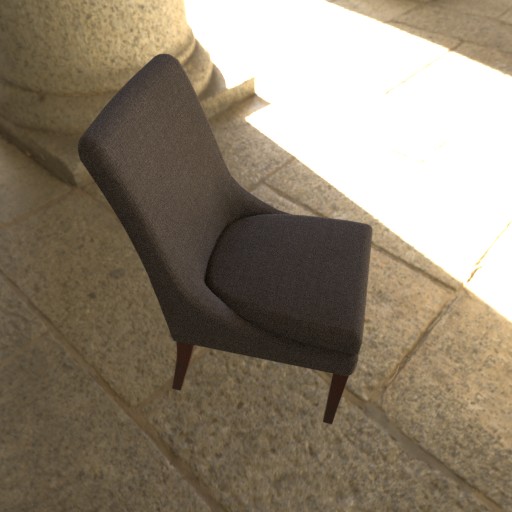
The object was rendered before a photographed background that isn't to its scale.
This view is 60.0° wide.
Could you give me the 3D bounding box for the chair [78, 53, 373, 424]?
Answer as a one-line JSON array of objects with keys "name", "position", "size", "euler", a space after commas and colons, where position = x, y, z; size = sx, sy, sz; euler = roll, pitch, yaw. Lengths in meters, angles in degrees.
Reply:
[{"name": "chair", "position": [0.000, 0.000, 1.300], "size": [0.655, 0.952, 0.508], "euler": [10, 48, 9]}]
